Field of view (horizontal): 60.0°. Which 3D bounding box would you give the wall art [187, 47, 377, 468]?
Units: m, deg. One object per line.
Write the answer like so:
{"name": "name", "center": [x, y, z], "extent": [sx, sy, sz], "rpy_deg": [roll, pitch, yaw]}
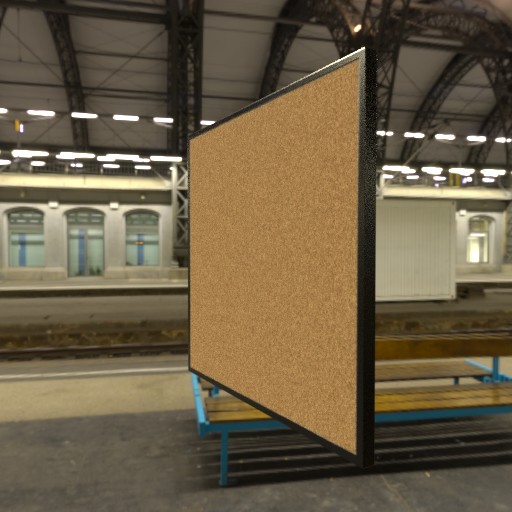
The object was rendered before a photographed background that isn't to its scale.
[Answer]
{"name": "wall art", "center": [0.000, 0.000, 0.516], "extent": [0.014, 0.349, 0.349], "rpy_deg": [-1, 1, -33]}
